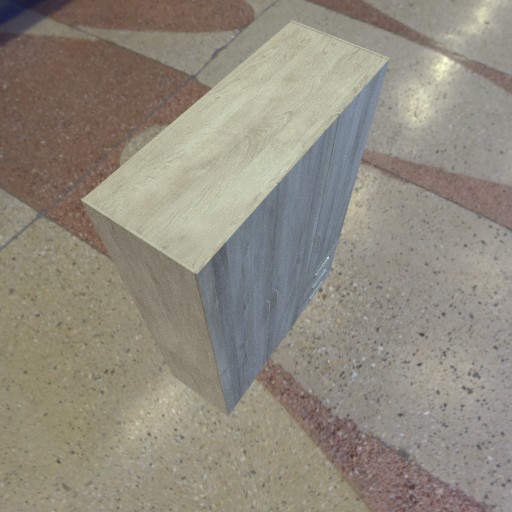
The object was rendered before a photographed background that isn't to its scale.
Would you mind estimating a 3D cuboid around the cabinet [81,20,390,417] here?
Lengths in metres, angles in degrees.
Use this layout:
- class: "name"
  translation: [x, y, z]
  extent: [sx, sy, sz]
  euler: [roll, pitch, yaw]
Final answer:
- class: "cabinet"
  translation: [0.000, 0.000, 2.478]
  extent: [0.510, 1.910, 1.290]
  euler: [31, 63, 18]
